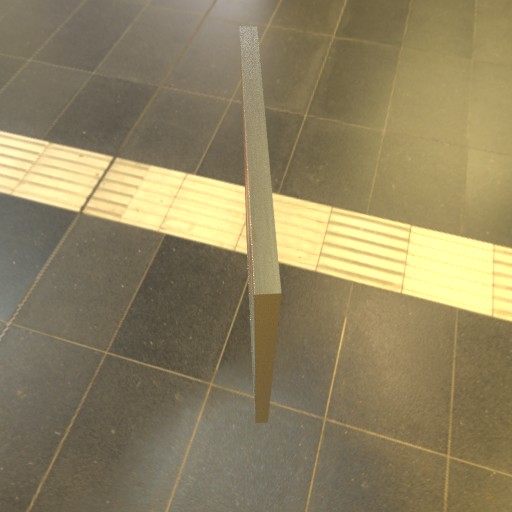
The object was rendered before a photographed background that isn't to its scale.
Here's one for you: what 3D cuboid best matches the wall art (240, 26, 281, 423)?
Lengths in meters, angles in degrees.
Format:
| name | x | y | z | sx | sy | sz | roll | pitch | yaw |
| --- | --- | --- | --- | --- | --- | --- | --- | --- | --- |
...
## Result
| name | x | y | z | sx | sy | sz | roll | pitch | yaw |
| --- | --- | --- | --- | --- | --- | --- | --- | --- | --- |
| wall art | 0.000 | 0.000 | 0.778 | 0.025 | 0.569 | 0.444 | -2 | 58 | -2 |
